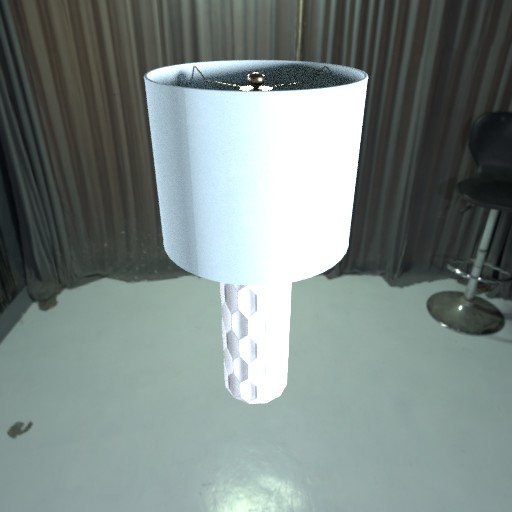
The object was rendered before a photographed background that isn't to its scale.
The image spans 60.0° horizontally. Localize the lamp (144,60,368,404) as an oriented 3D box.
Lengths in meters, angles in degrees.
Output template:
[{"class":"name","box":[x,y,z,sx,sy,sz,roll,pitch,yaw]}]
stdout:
[{"class":"lamp","box":[0.000,0.000,0.692,0.277,0.534,0.277,-2,30,-3]}]
